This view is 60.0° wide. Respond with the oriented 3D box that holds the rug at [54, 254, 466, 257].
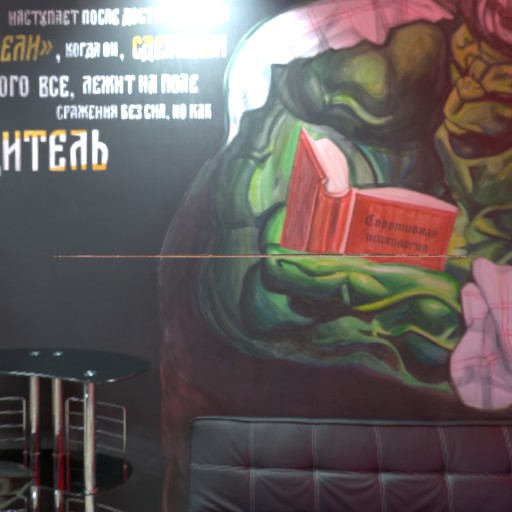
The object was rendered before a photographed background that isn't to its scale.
[{"bbox_3d":[0.000,0.000,2.219,1.748,0.010,1.142,0,0,35],"label":"rug"}]
